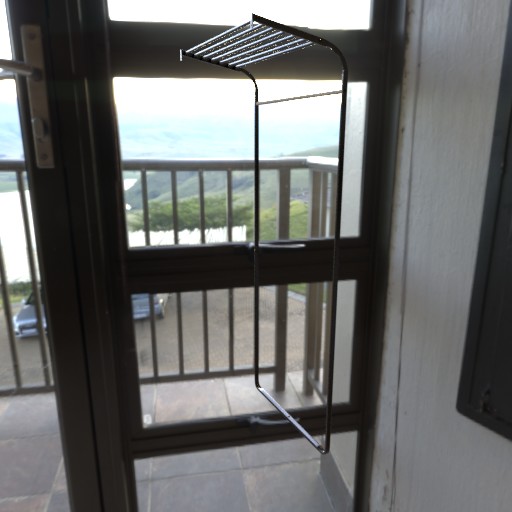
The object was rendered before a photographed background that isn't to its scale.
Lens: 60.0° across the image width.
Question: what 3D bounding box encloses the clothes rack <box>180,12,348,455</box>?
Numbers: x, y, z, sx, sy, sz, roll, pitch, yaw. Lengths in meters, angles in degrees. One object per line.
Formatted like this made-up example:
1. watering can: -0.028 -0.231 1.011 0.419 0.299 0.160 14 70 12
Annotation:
1. clothes rack: 0.000 0.000 1.760 0.349 1.574 0.609 -8 17 -27
